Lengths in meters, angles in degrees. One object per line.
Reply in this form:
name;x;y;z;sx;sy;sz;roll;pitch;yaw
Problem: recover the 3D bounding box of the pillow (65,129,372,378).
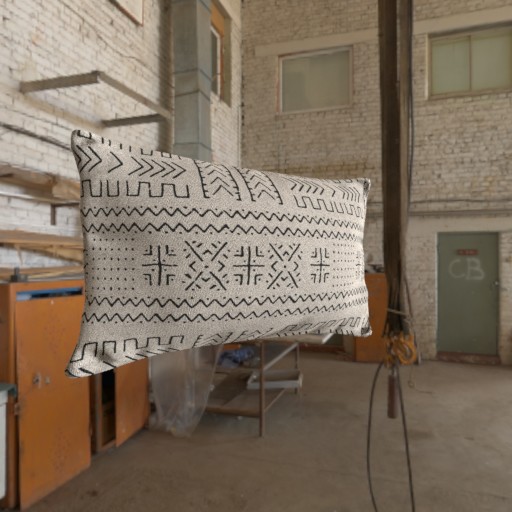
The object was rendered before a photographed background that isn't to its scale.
pillow;0.000;0.000;0.796;0.637;0.352;0.188;1;-1;-35
